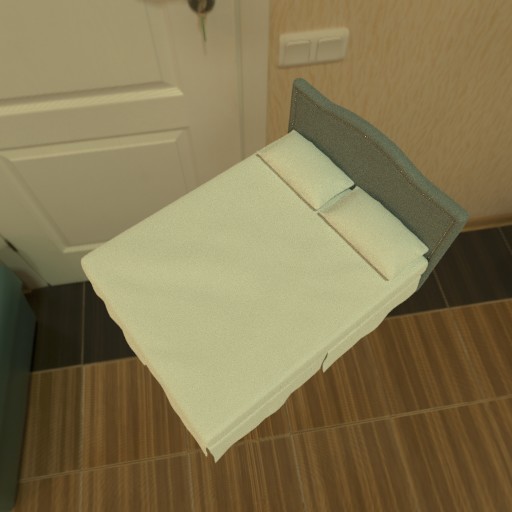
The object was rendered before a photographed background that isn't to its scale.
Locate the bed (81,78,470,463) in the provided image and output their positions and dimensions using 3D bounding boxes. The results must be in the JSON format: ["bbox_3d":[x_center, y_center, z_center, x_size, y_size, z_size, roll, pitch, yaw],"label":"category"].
[{"bbox_3d":[0.000,0.000,4.002,2.689,1.457,2.161,-35,66,-18],"label":"bed"}]
